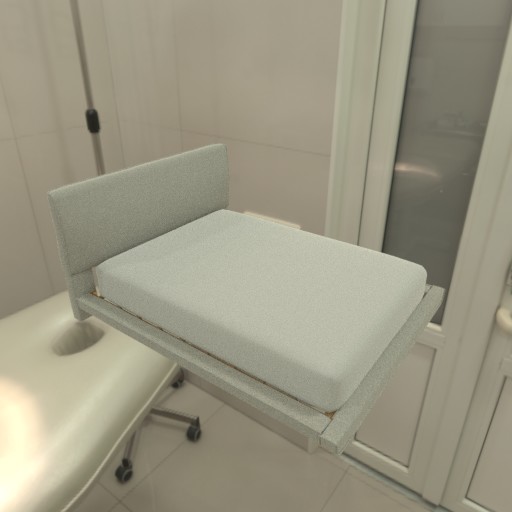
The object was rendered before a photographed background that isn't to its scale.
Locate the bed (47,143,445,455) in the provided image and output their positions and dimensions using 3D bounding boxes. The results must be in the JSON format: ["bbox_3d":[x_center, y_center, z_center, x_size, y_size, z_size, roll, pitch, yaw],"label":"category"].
[{"bbox_3d":[0.000,0.000,3.321,2.368,1.067,1.840,19,33,32],"label":"bed"}]
